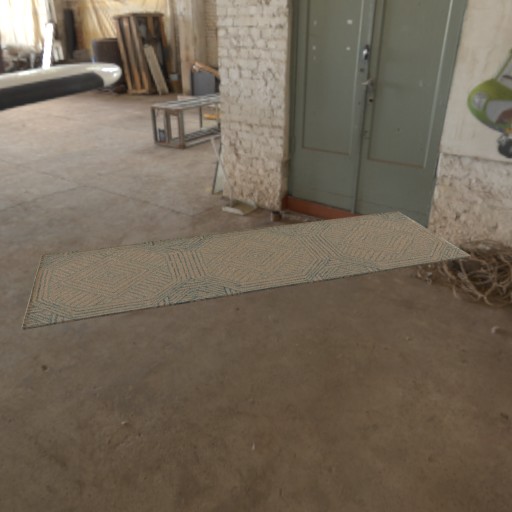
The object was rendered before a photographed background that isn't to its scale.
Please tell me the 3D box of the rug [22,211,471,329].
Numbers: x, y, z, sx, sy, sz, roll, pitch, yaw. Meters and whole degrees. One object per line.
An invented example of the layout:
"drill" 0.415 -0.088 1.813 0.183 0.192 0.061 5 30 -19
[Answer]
"rug" 0.000 0.000 2.650 2.452 0.012 0.775 -8 28 -15
